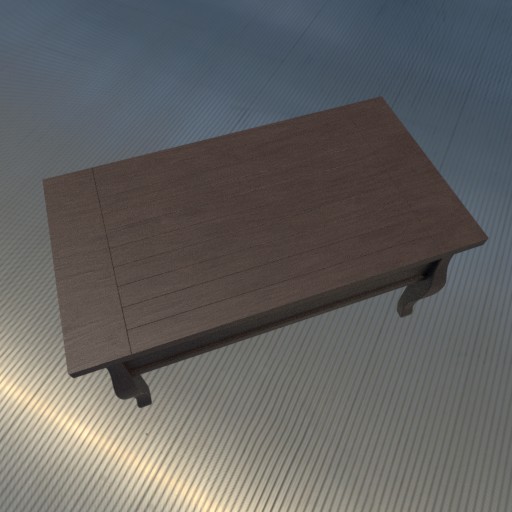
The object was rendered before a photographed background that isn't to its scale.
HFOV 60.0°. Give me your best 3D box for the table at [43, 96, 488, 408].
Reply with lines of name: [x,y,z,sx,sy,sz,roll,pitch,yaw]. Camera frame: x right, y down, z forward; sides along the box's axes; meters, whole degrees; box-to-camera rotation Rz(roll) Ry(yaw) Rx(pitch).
table: [0.000,0.000,1.399,1.062,0.494,0.600,-17,60,-10]
